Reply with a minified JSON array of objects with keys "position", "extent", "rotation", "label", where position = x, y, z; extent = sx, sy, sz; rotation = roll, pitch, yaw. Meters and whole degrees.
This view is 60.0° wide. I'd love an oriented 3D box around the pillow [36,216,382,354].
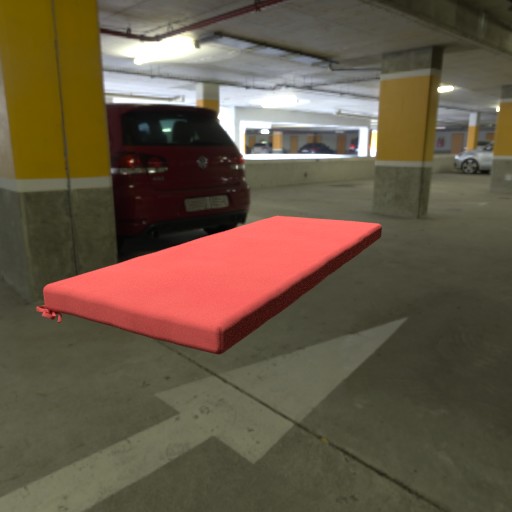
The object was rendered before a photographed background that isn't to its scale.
[{"position":[0.000,0.000,1.331],"extent":[0.492,0.081,1.187],"rotation":[7,16,28],"label":"pillow"}]
